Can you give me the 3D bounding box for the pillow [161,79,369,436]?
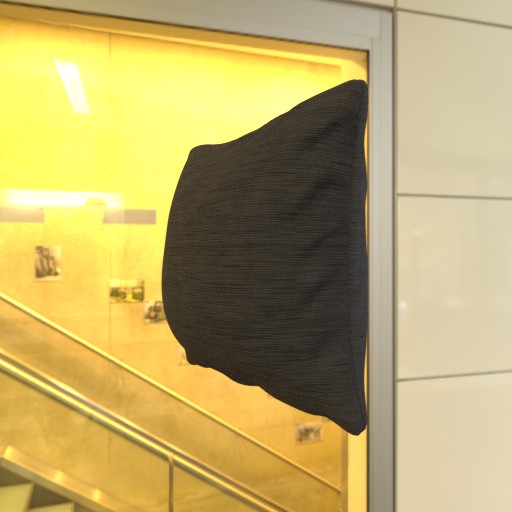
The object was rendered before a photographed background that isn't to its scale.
[{"bbox_3d":[0.000,0.000,0.681,0.246,0.414,0.432,0,0,-35],"label":"pillow"}]
